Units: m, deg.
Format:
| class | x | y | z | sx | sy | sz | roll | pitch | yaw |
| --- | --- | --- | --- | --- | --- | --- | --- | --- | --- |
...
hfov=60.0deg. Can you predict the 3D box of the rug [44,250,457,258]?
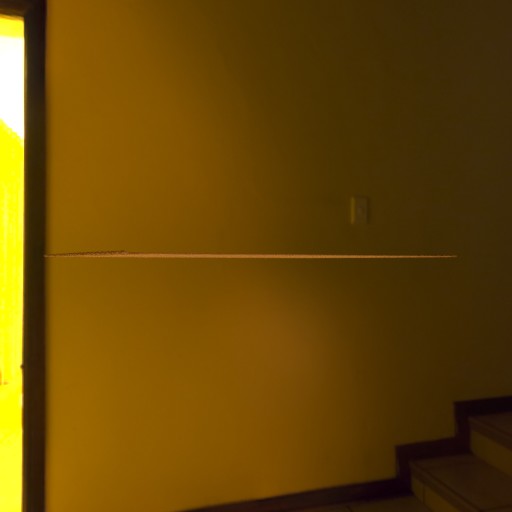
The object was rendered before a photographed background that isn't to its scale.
| class | x | y | z | sx | sy | sz | roll | pitch | yaw |
| --- | --- | --- | --- | --- | --- | --- | --- | --- | --- |
| rug | 0.000 | 0.000 | 2.342 | 1.875 | 0.013 | 1.162 | 0 | -1 | -36 |
